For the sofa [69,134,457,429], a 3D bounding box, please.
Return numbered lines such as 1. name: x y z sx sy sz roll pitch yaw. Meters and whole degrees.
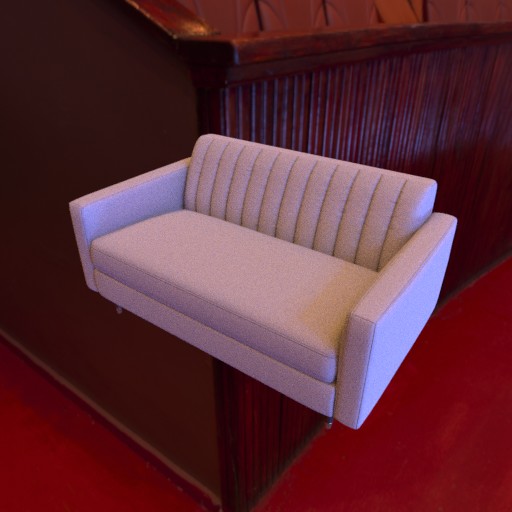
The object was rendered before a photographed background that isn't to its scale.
1. sofa: 0.000 0.000 2.169 1.585 0.801 0.950 20 36 30
